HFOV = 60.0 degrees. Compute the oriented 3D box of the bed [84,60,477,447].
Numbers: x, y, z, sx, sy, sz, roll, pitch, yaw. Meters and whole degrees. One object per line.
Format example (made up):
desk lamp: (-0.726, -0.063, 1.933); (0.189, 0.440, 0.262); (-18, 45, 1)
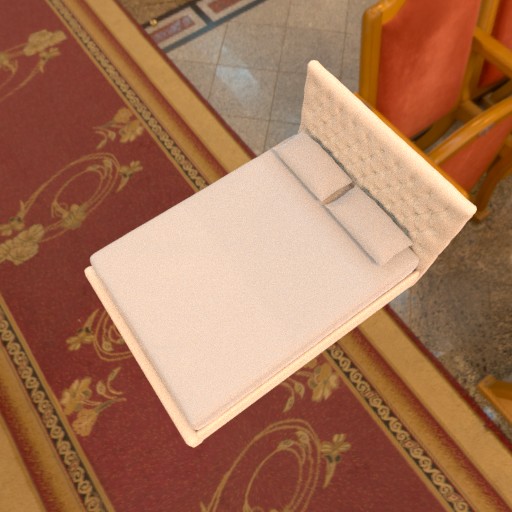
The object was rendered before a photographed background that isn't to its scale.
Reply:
bed: (0.000, 0.000, 3.488); (2.387, 1.427, 1.698); (-33, 69, -15)
